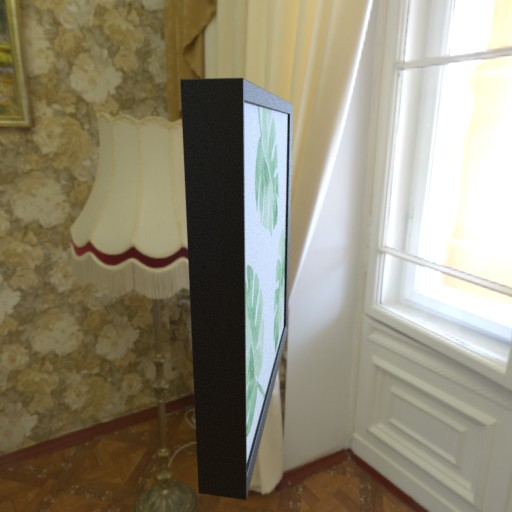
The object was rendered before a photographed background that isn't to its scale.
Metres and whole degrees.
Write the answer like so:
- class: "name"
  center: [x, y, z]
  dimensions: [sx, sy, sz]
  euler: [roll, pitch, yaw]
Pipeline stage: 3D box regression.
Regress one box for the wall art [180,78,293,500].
- class: "wall art"
  center: [0.000, 0.000, 0.446]
  dimensions: [0.038, 0.304, 0.304]
  euler: [3, 16, 10]
